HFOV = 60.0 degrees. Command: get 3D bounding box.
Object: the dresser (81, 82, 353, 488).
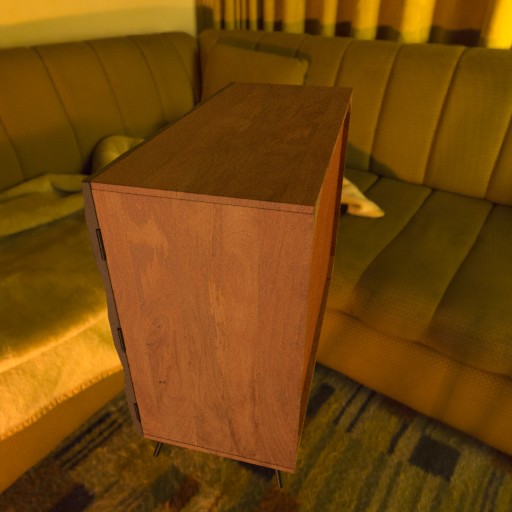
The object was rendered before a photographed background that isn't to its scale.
[{"bbox_3d":[0.000,0.000,1.397,0.446,0.847,0.967,8,33,12],"label":"dresser"}]
